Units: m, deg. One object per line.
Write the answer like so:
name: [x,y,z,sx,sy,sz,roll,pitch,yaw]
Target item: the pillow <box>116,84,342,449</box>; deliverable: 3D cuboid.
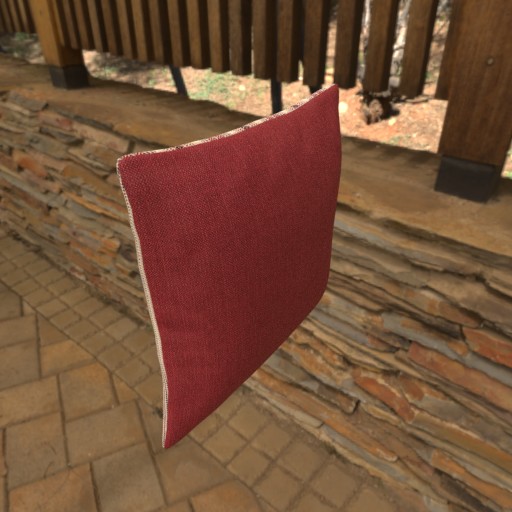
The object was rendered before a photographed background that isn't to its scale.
pillow: [0.000,0.000,0.771,0.166,0.497,0.513,20,37,30]
